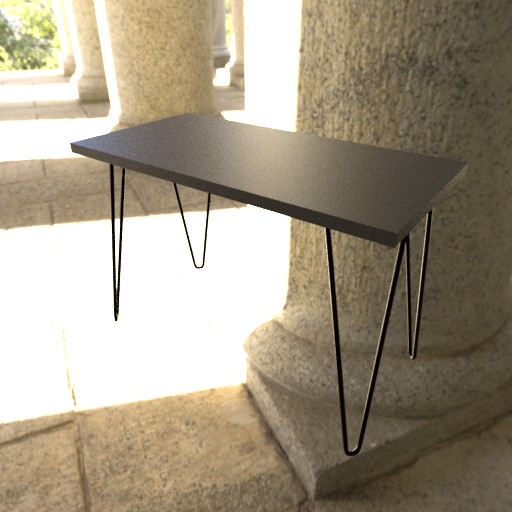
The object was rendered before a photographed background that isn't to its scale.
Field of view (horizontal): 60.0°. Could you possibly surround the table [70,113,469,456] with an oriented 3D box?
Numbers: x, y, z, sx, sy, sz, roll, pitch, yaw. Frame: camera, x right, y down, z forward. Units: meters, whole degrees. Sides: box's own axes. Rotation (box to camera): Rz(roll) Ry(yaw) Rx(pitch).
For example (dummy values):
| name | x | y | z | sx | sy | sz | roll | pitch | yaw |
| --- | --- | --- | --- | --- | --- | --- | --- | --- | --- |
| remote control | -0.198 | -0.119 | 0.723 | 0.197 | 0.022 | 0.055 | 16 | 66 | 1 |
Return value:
| name | x | y | z | sx | sy | sz | roll | pitch | yaw |
| --- | --- | --- | --- | --- | --- | --- | --- | --- | --- |
| table | 0.000 | 0.000 | 1.384 | 0.991 | 0.660 | 0.499 | 20 | 36 | 31 |
